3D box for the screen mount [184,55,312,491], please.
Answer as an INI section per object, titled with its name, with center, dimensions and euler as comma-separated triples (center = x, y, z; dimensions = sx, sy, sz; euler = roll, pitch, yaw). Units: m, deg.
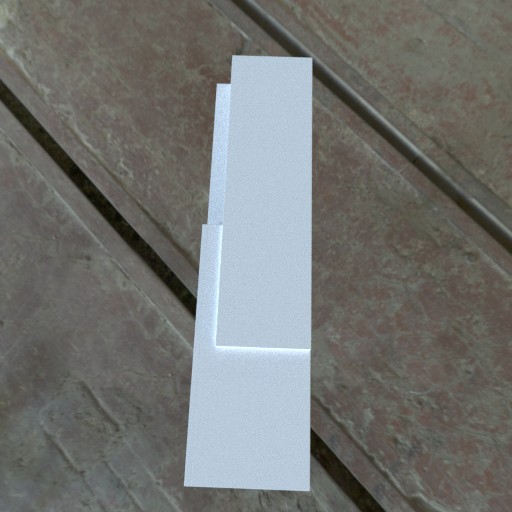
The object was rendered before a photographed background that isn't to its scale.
[screen mount]
center = 0.000, 0.000, 1.829
dimensions = 0.420, 0.320, 1.680
euler = 2, 75, 1
